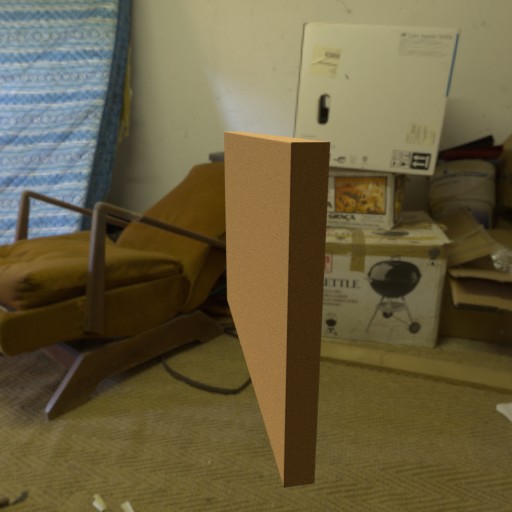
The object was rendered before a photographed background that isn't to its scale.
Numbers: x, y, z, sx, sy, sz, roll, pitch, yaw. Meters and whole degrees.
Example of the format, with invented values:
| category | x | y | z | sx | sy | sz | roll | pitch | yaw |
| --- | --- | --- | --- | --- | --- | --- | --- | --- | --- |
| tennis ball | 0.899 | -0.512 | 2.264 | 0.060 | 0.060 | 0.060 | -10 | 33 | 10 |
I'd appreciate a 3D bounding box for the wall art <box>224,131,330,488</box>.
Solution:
| category | x | y | z | sx | sy | sz | roll | pitch | yaw |
| --- | --- | --- | --- | --- | --- | --- | --- | --- | --- |
| wall art | 0.000 | 0.000 | 0.772 | 0.039 | 0.407 | 0.609 | -3 | 17 | -10 |
